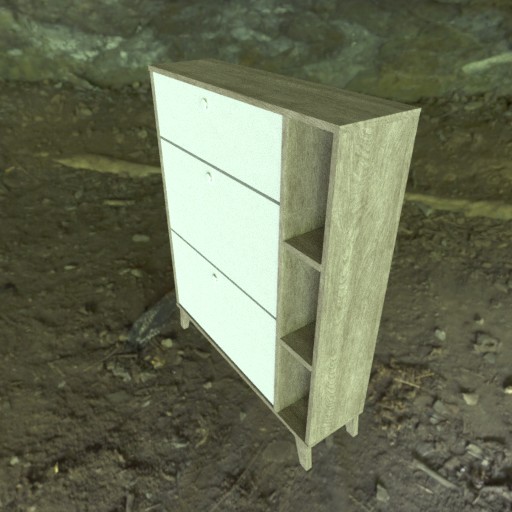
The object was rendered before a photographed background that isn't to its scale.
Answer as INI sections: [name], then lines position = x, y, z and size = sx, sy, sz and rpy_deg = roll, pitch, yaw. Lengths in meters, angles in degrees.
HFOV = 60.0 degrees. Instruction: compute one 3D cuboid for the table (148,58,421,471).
[table]
position = 0.000, 0.000, 1.529
size = 0.256, 1.135, 0.902
rpy_deg = -21, 37, -30
